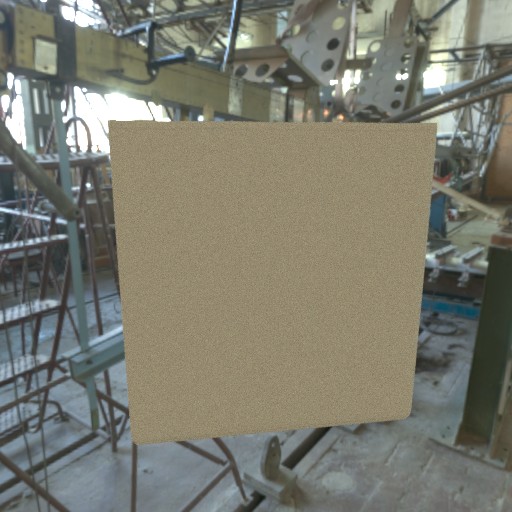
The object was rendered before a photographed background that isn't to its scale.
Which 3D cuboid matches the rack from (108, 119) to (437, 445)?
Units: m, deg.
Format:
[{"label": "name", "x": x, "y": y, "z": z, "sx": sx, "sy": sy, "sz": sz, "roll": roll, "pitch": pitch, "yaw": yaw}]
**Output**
[{"label": "rack", "x": 0.000, "y": 0.000, "z": 0.507, "sx": 0.270, "sy": 0.280, "sz": 0.270, "roll": -2, "pitch": 14, "yaw": -9}]
